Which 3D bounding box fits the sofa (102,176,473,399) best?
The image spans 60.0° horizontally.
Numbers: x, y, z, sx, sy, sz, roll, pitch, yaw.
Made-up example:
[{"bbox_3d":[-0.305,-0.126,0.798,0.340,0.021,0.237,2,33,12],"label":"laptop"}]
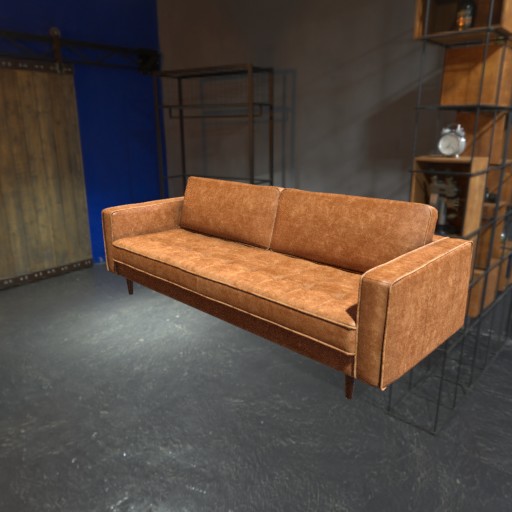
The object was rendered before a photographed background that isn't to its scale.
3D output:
[{"bbox_3d":[0.000,0.000,2.654,2.199,0.779,0.886,15,22,42],"label":"sofa"}]
